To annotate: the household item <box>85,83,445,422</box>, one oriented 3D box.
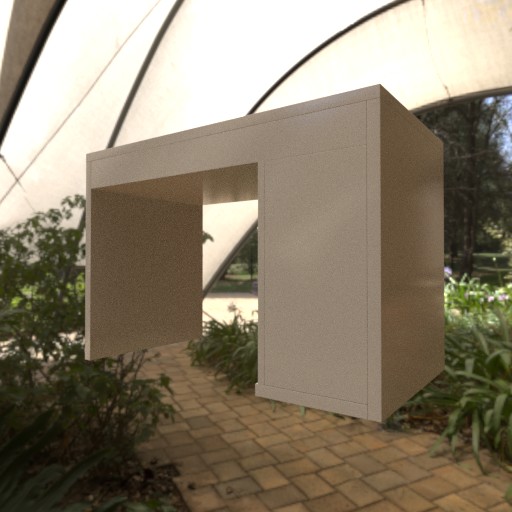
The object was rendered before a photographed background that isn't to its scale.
[{"bbox_3d":[0.000,0.000,1.538,1.100,0.749,0.597,-1,-1,35],"label":"household item"}]
